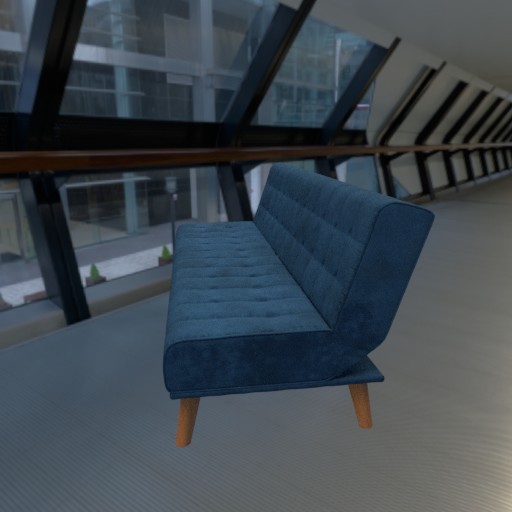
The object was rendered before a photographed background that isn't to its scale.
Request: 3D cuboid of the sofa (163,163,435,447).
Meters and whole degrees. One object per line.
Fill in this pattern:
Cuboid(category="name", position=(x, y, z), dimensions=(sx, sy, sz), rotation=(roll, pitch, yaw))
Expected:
Cuboid(category="sofa", position=(0.000, 0.000, 2.264), dimensions=(0.855, 0.813, 1.804), rotation=(-2, 16, -8))
